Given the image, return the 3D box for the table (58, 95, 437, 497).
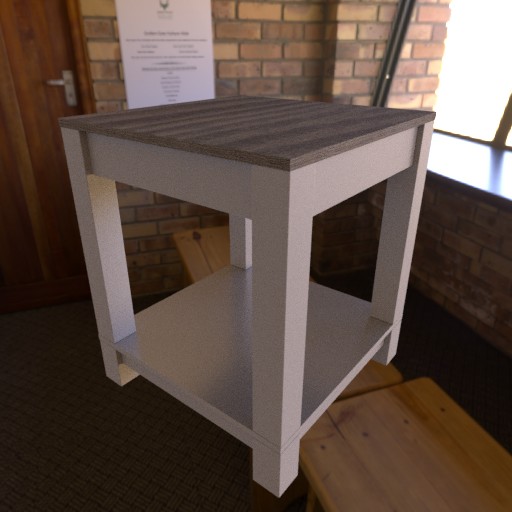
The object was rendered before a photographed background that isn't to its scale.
[{"bbox_3d":[0.000,0.000,0.958,0.504,0.587,0.506,19,31,34],"label":"table"}]
